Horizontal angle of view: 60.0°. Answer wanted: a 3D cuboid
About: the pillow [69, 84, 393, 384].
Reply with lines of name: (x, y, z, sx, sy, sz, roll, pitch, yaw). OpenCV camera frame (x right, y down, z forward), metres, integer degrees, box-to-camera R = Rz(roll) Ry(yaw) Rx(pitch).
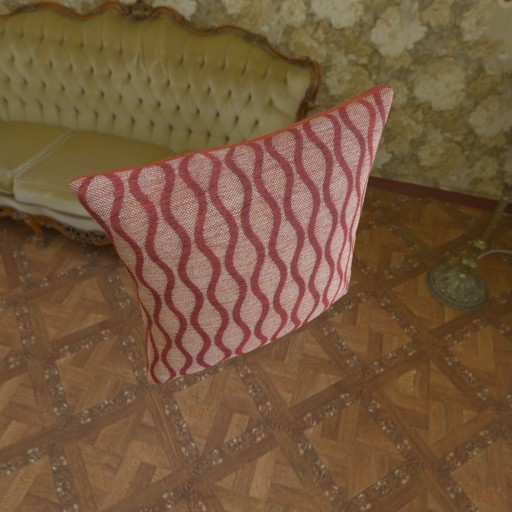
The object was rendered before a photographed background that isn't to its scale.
pillow: (0.000, 0.000, 0.671, 0.429, 0.434, 0.159, -23, 51, -20)
